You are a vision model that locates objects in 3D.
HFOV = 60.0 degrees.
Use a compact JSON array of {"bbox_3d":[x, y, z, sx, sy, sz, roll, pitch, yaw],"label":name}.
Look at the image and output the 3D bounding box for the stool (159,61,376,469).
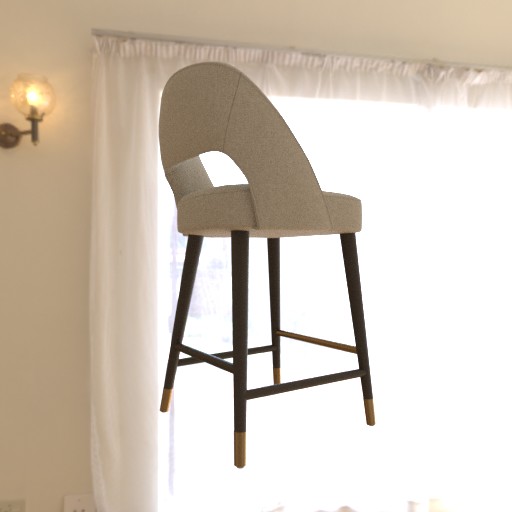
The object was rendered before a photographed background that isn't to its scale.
[{"bbox_3d":[0.000,0.000,1.272,0.509,0.940,0.494,0,0,-35],"label":"stool"}]
